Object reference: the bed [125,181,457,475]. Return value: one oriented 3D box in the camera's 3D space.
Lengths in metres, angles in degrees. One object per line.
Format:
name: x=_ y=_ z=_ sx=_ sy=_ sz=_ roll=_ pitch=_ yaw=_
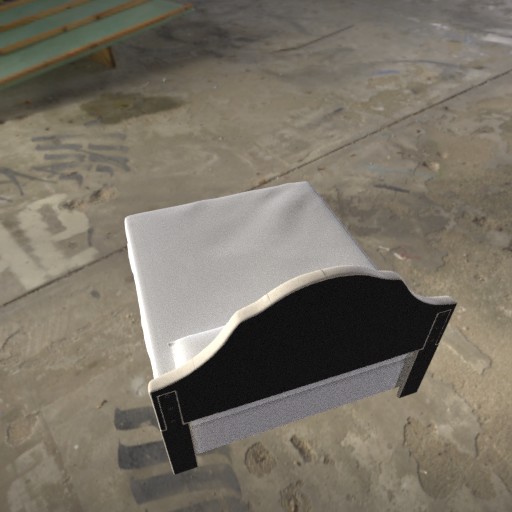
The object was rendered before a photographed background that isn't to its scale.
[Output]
bed: x=0.000 y=0.000 z=3.524 sx=2.008 sy=1.615 sz=2.214 roll=-13 pitch=44 yaw=-14
